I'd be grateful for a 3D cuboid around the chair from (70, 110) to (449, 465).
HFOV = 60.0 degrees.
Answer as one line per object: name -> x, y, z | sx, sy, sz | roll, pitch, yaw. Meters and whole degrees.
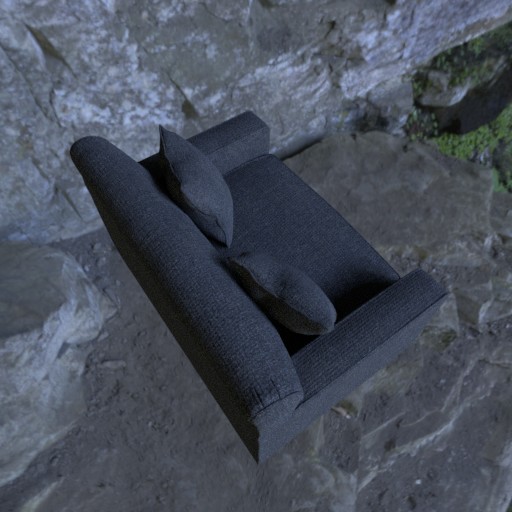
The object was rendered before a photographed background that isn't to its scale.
chair -> 0.000, 0.000, 2.050 | 1.000, 0.948, 1.383 | -31, 62, -19
